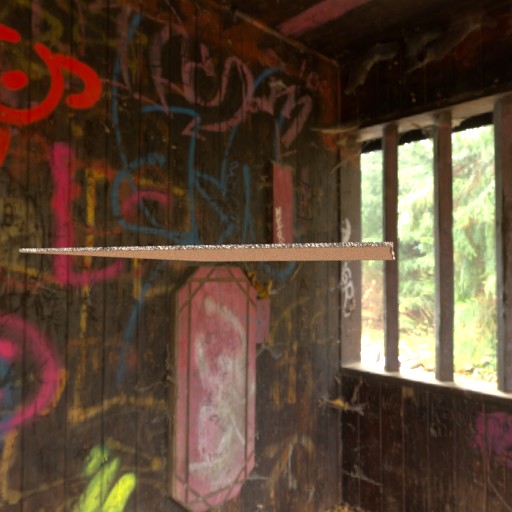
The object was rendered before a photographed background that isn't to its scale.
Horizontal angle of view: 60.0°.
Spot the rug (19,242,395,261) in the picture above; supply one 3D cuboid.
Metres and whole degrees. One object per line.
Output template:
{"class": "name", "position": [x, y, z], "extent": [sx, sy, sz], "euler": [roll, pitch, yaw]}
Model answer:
{"class": "rug", "position": [0.000, 0.000, 4.034], "extent": [2.401, 0.025, 3.000], "euler": [-1, -2, 18]}
